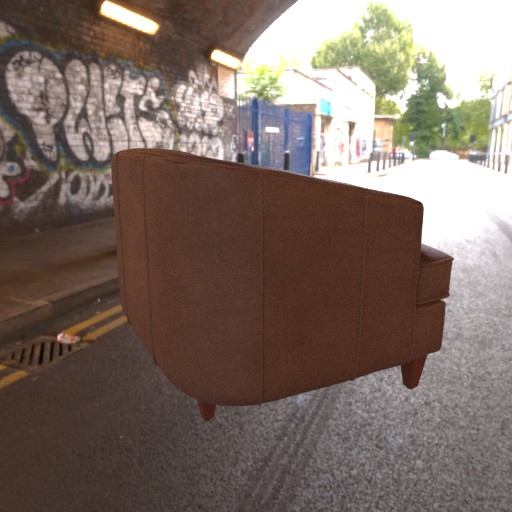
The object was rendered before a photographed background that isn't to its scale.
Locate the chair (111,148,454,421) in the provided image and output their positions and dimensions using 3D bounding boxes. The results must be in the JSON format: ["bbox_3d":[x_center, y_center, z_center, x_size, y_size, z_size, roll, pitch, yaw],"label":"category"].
[{"bbox_3d":[0.000,0.000,1.667,0.914,0.787,1.118,-7,15,-27],"label":"chair"}]
